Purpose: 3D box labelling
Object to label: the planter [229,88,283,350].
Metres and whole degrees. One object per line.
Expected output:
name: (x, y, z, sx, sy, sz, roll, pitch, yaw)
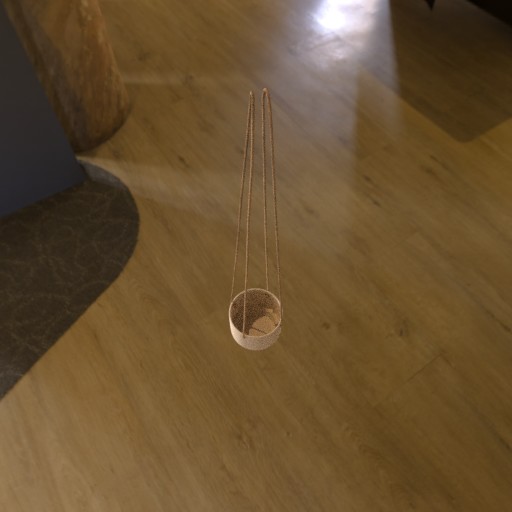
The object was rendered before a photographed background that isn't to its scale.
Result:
planter: (0.000, 0.000, 0.947, 0.146, 0.841, 0.146, -16, 60, -10)
